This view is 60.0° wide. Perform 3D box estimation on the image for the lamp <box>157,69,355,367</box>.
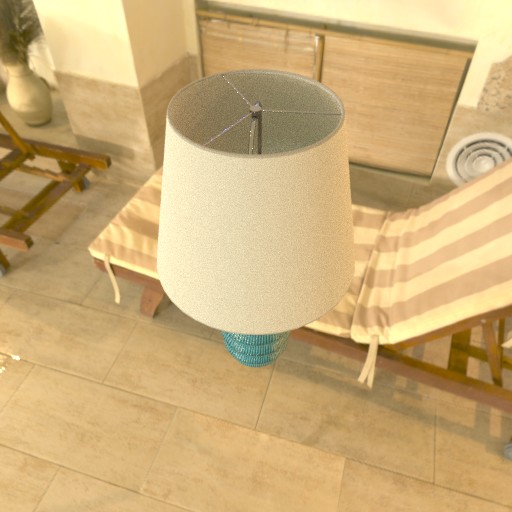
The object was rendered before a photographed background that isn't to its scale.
[{"bbox_3d":[0.000,0.000,0.808,0.355,0.582,0.355,0,46,0],"label":"lamp"}]
